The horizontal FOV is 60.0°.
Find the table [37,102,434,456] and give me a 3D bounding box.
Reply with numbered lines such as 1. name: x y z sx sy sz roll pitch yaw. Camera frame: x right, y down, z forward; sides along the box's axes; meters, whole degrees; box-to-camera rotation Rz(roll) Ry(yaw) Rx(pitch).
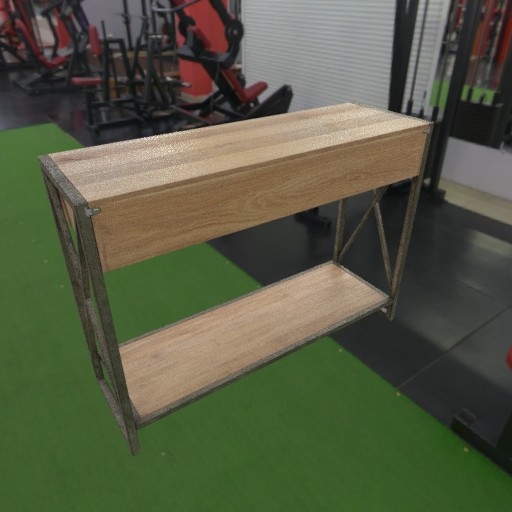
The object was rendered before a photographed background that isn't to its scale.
1. table: 0.000 0.000 1.409 1.059 0.763 0.361 -19 36 -29
